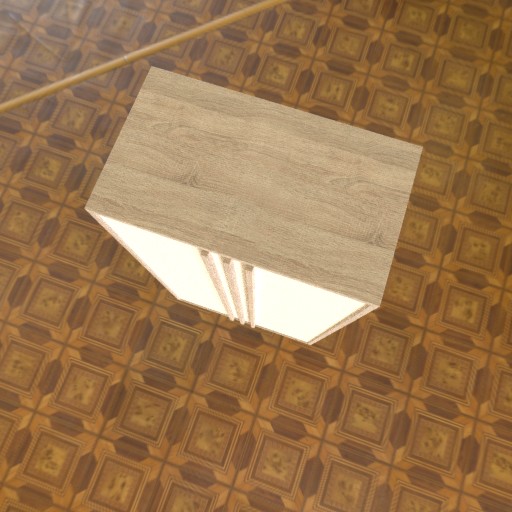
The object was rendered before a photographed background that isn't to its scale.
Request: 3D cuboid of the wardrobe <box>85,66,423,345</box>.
[{"bbox_3d":[0.000,0.000,2.427,1.000,1.960,0.600,18,76,5],"label":"wardrobe"}]
